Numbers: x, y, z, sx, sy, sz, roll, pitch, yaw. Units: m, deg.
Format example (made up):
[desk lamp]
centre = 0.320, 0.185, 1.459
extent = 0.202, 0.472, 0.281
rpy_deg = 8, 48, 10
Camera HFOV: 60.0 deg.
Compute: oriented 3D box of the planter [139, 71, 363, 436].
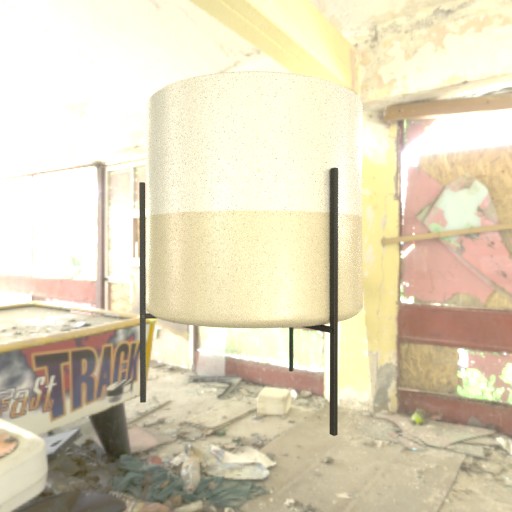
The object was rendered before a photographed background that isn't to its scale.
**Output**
[planter]
centre = 0.000, 0.000, 0.747
extent = 0.359, 0.484, 0.368
rpy_deg = -1, 1, -36
